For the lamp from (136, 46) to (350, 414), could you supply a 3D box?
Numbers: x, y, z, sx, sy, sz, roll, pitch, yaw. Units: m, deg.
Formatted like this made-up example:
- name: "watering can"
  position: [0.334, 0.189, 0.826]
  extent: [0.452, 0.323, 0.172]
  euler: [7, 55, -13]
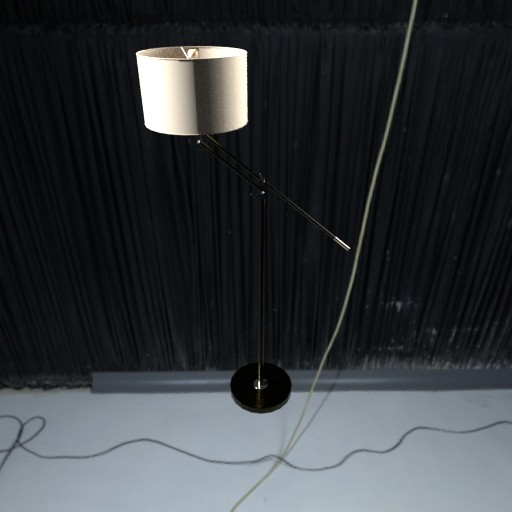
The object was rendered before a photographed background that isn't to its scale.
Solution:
- name: "lamp"
  position: [0.000, 0.000, 1.930]
  extent: [0.809, 1.635, 0.373]
  euler: [0, 31, 0]
